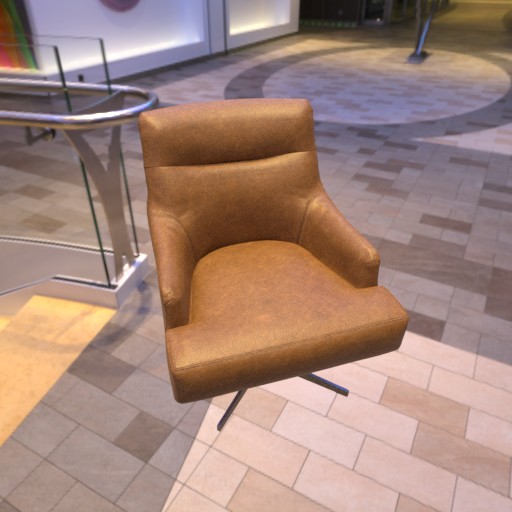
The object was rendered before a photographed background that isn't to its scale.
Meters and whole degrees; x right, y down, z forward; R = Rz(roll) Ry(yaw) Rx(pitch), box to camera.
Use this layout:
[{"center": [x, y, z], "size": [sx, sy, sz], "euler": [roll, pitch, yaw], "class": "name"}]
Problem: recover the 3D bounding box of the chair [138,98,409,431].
[{"center": [0.000, 0.000, 1.550], "size": [0.729, 0.869, 0.874], "euler": [-10, 34, -15], "class": "chair"}]
